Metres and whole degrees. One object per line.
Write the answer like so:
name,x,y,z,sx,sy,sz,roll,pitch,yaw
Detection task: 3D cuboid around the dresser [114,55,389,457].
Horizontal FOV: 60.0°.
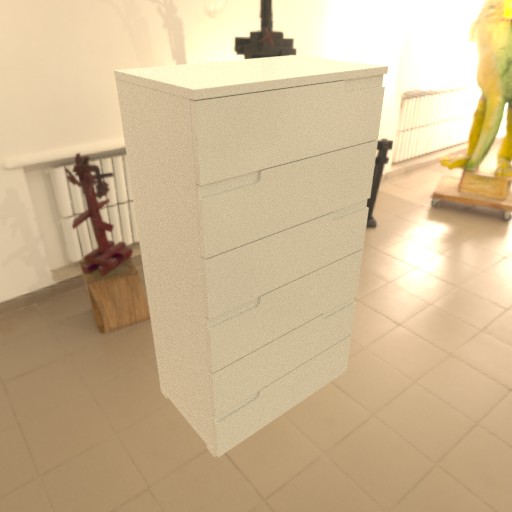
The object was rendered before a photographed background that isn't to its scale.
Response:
dresser,0.000,0.000,1.514,0.650,1.190,0.400,-22,36,-33
